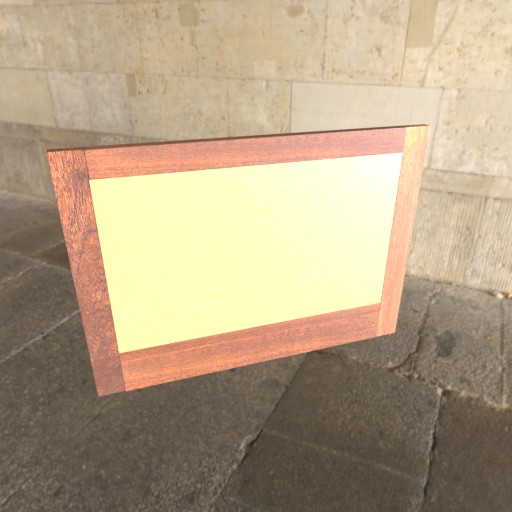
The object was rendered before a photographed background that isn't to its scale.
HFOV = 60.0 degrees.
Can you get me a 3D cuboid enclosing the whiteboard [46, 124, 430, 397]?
[{"bbox_3d":[0.000,0.000,1.028,0.783,0.559,0.083,-8,28,-16],"label":"whiteboard"}]
